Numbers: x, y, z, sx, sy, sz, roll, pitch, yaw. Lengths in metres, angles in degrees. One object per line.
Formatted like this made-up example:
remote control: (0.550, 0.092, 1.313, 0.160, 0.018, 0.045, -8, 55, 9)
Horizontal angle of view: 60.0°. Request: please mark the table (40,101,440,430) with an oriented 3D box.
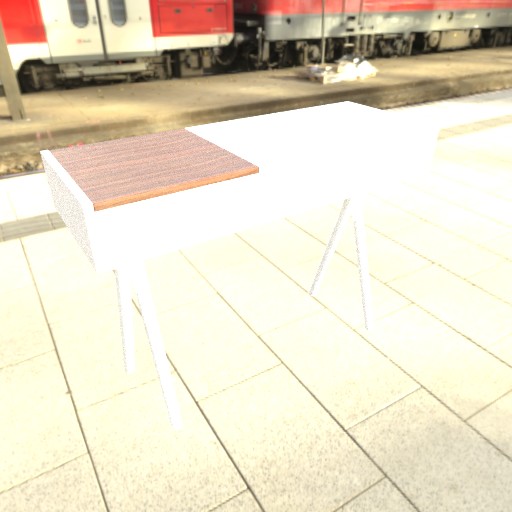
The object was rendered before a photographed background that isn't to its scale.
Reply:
table: (0.000, 0.000, 1.446, 1.066, 0.785, 0.418, -19, 36, -28)
